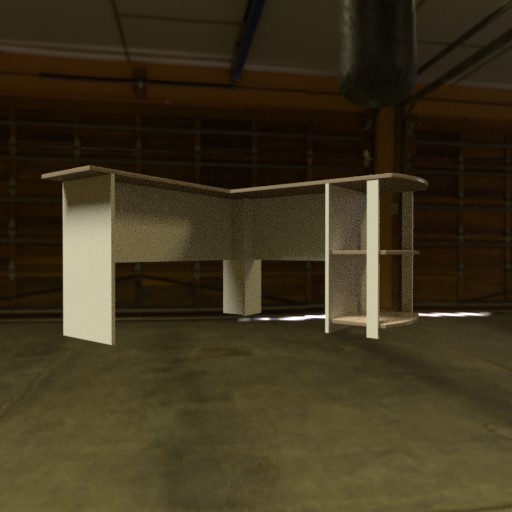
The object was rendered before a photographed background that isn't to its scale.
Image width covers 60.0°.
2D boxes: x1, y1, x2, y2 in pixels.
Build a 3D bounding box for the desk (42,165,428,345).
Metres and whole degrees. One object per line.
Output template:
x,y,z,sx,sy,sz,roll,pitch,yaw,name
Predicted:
0.000,0.000,2.088,1.303,0.716,1.361,0,1,36,desk
